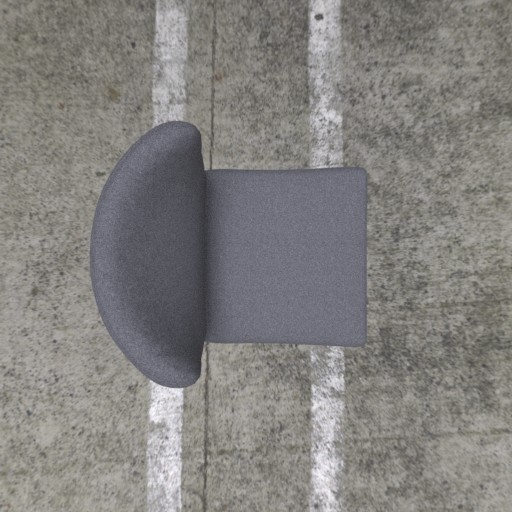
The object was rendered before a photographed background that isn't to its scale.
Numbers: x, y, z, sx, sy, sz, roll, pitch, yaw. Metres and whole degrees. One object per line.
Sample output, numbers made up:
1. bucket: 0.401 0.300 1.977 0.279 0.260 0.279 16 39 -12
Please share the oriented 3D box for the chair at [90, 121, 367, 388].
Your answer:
1. chair: 0.000 0.000 1.177 0.592 0.839 0.491 0 90 -1
